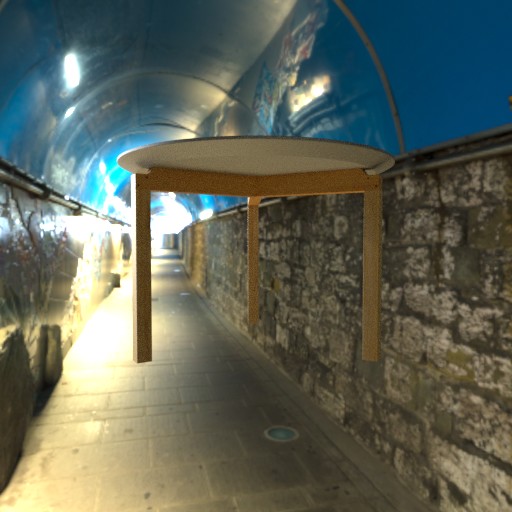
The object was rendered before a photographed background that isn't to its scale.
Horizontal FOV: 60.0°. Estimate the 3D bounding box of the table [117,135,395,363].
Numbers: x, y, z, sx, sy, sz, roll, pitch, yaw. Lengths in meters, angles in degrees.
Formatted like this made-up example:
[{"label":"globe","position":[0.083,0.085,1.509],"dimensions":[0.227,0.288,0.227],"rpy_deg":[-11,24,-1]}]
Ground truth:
[{"label":"table","position":[0.000,0.000,1.010],"dimensions":[0.600,0.405,0.600],"rpy_deg":[0,2,0]}]
